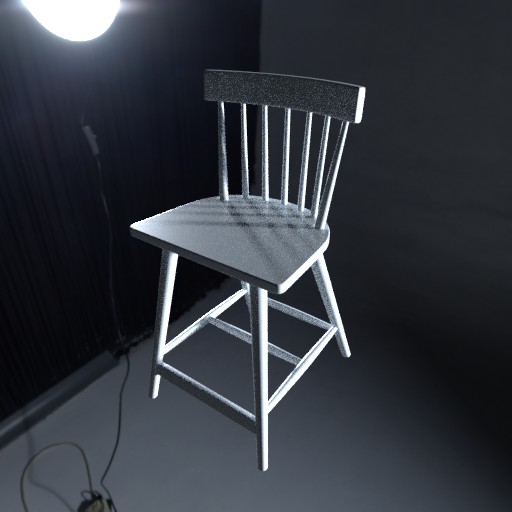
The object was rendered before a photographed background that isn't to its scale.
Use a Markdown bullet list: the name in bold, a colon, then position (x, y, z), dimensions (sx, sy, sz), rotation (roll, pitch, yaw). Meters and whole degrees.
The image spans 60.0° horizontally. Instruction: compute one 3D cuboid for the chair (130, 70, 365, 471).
- **chair**: position (0.000, 0.000, 1.288), dimensions (0.483, 0.952, 0.572), rotation (20, 36, 30)
